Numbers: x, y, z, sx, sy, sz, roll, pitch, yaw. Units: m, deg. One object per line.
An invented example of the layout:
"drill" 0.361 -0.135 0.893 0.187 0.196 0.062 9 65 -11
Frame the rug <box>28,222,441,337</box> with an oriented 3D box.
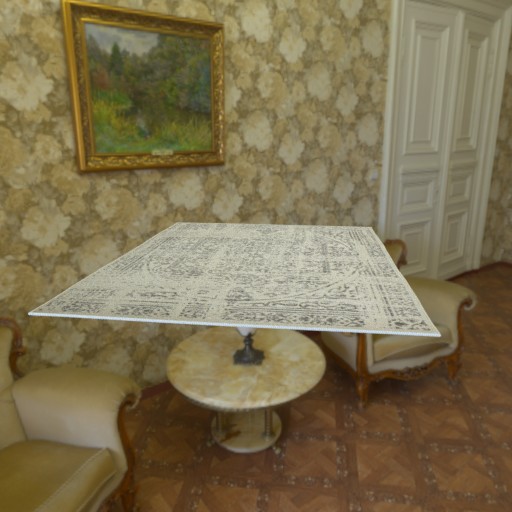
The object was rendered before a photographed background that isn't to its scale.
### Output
"rug" 0.000 0.000 3.819 2.311 0.032 2.921 2 15 7
